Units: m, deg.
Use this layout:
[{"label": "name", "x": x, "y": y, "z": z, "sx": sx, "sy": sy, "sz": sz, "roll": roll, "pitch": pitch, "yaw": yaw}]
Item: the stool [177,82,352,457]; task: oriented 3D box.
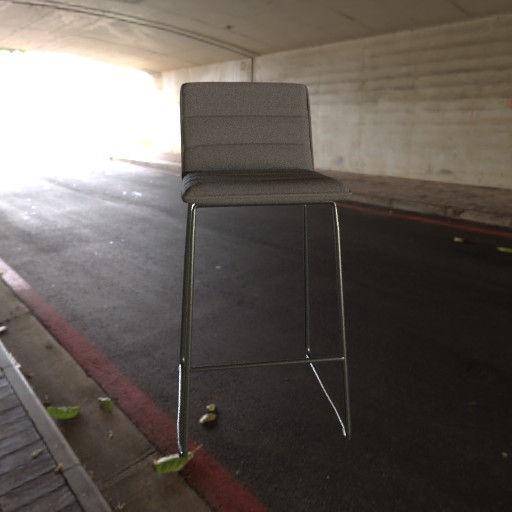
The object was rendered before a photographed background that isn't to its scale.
[{"label": "stool", "x": 0.000, "y": 0.000, "z": 1.265, "sx": 0.490, "sy": 0.960, "sz": 0.490, "roll": -3, "pitch": 17, "yaw": -8}]
